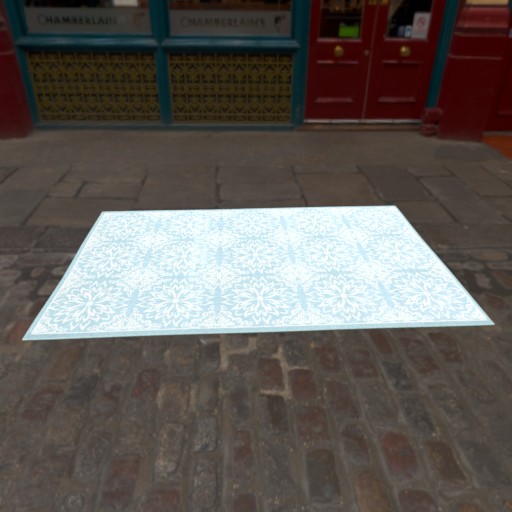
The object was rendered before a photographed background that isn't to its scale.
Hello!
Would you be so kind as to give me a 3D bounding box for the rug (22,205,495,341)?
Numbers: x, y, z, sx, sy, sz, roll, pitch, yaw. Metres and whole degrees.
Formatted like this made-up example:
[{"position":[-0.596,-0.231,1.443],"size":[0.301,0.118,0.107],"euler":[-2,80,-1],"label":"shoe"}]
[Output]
[{"position":[0.000,0.000,2.252],"size":[1.840,0.012,1.219],"euler":[-1,29,-3],"label":"rug"}]
